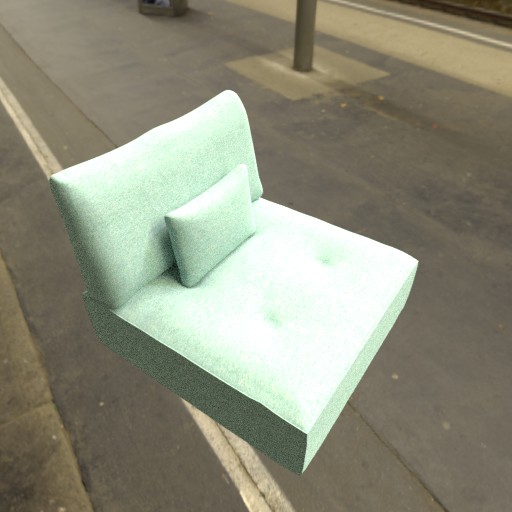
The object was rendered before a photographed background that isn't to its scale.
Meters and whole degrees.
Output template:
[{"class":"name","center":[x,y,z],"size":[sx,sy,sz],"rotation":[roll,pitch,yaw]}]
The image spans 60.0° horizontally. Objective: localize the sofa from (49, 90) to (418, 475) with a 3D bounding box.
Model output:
[{"class":"sofa","center":[0.000,0.000,1.684],"size":[1.000,0.820,0.930],"rotation":[24,46,26]}]
